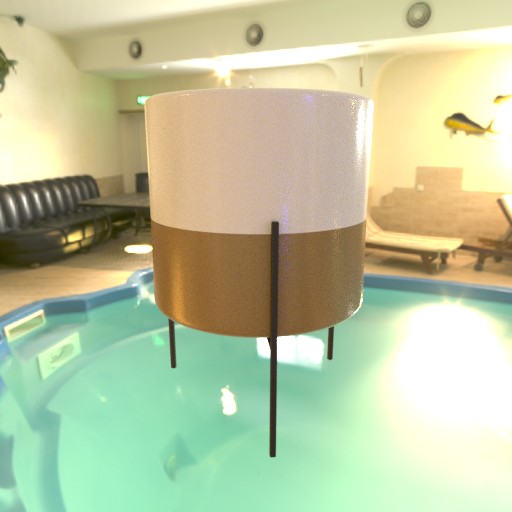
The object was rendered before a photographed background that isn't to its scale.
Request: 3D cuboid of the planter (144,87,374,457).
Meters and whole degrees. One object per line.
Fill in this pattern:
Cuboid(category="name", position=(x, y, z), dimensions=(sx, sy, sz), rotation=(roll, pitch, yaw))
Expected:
Cuboid(category="planter", position=(0.000, 0.000, 0.648), dimensions=(0.310, 0.432, 0.310), rotation=(2, 15, 9))
